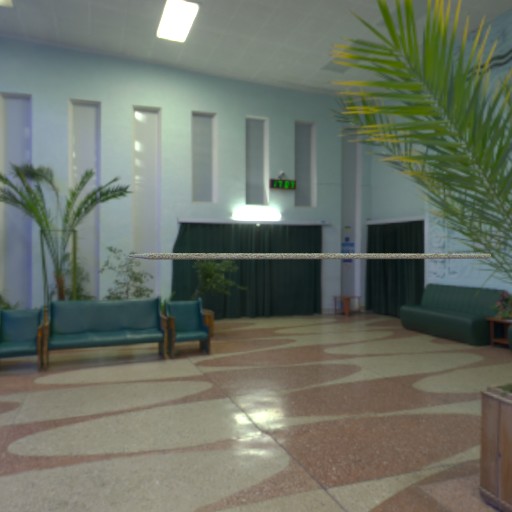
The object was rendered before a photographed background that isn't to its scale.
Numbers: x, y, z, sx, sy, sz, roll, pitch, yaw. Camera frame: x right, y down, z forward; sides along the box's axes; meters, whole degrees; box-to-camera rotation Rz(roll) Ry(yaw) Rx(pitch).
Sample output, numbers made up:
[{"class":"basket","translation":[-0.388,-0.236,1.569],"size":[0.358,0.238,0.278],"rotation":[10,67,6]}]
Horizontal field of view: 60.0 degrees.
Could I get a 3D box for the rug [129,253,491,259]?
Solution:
[{"class":"rug","translation":[0.000,0.000,3.401],"size":[1.800,0.025,2.699],"rotation":[0,0,-18]}]
